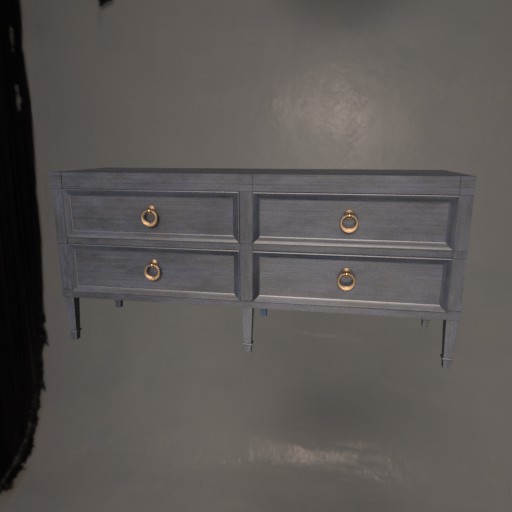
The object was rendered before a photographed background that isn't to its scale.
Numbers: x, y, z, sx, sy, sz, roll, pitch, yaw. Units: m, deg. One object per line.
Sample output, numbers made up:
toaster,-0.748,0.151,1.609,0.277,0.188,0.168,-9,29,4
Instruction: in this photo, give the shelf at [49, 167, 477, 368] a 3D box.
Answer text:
shelf,0.000,0.000,1.910,1.575,0.719,0.479,2,14,10
